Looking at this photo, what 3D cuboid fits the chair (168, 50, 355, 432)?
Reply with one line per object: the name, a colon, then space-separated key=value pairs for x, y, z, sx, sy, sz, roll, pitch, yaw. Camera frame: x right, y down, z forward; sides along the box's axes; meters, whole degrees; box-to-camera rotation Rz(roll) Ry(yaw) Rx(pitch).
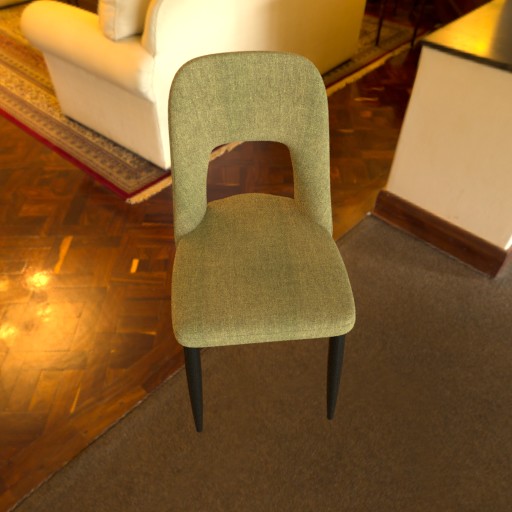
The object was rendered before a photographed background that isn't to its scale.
chair: x=0.000 y=0.000 z=1.275 sx=0.470 sy=0.931 sz=0.612 roll=-4 pitch=46 yaw=-4
